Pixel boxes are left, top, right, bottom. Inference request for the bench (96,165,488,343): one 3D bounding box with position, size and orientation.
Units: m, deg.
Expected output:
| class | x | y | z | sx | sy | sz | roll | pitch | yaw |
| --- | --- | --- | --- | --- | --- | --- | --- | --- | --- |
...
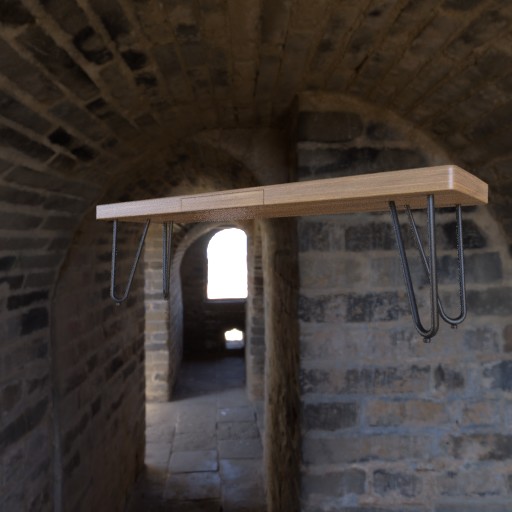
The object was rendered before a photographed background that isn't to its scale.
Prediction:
| class | x | y | z | sx | sy | sz | roll | pitch | yaw |
| --- | --- | --- | --- | --- | --- | --- | --- | --- | --- |
| bench | 0.000 | 0.000 | 1.739 | 1.570 | 0.462 | 0.425 | 0 | 0 | 38 |
